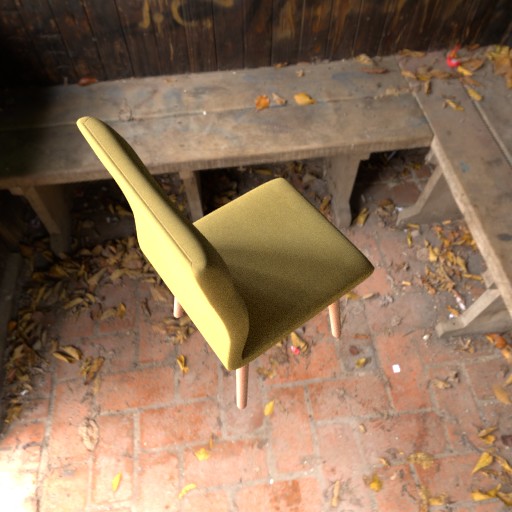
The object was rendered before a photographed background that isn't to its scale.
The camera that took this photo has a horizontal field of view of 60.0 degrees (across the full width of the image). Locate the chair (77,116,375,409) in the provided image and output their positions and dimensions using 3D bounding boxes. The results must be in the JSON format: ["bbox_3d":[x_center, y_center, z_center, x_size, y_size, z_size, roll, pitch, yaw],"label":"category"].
[{"bbox_3d":[0.000,0.000,1.255,0.550,0.965,0.450,-32,63,-18],"label":"chair"}]
